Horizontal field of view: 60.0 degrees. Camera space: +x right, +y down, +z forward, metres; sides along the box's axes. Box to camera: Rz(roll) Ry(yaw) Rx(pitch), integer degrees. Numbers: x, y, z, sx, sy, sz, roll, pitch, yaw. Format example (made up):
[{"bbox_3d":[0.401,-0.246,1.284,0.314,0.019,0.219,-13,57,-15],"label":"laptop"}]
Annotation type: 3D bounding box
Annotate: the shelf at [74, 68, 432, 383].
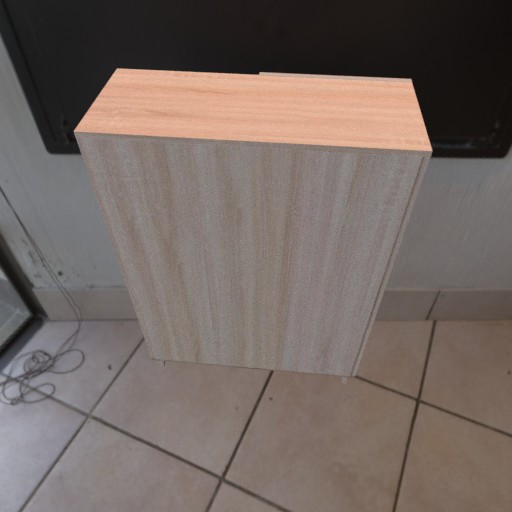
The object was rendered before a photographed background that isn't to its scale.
[{"bbox_3d":[0.000,0.000,1.882,0.995,1.405,0.434,4,48,4],"label":"shelf"}]
